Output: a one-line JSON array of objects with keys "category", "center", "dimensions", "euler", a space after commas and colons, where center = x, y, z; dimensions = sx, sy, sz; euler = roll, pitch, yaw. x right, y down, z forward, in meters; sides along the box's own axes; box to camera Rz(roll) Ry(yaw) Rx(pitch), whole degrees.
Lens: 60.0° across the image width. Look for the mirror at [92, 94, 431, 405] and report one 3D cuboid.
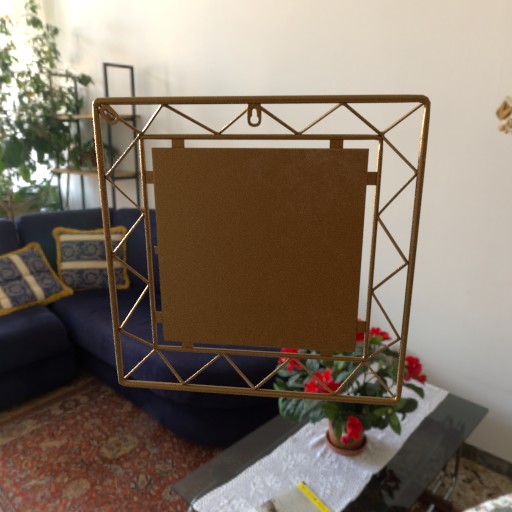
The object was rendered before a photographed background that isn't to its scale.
[{"category": "mirror", "center": [0.000, 0.000, 0.611], "dimensions": [0.416, 0.414, 0.046], "euler": [2, 16, 7]}]
